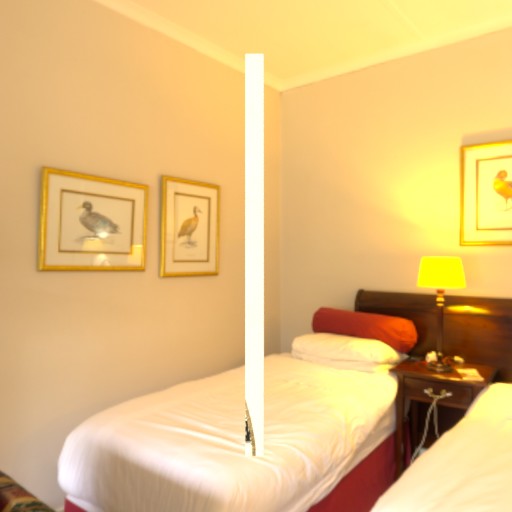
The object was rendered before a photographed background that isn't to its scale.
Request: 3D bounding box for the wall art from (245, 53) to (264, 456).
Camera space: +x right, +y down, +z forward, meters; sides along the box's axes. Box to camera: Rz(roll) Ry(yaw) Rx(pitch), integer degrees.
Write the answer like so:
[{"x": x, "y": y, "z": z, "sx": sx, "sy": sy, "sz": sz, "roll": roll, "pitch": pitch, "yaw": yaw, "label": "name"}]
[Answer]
[{"x": 0.000, "y": 0.000, "z": 1.415, "sx": 0.038, "sy": 0.767, "sz": 1.144, "roll": 0, "pitch": 0, "yaw": 0, "label": "wall art"}]
